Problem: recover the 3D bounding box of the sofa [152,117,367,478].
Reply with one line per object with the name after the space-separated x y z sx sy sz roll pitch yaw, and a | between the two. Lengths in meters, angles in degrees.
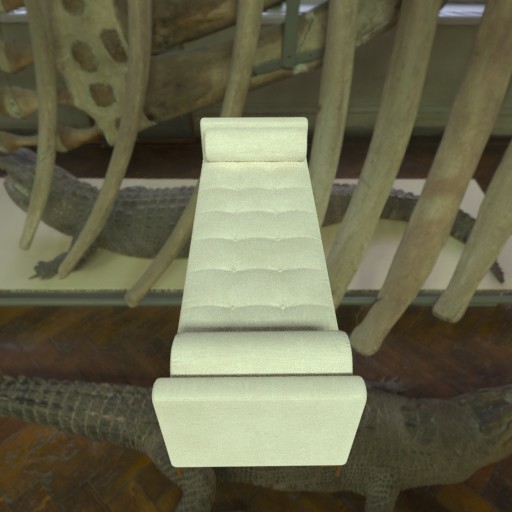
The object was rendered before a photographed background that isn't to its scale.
0.000 0.000 2.313 0.686 0.635 1.981 0 42 -1 | sofa
